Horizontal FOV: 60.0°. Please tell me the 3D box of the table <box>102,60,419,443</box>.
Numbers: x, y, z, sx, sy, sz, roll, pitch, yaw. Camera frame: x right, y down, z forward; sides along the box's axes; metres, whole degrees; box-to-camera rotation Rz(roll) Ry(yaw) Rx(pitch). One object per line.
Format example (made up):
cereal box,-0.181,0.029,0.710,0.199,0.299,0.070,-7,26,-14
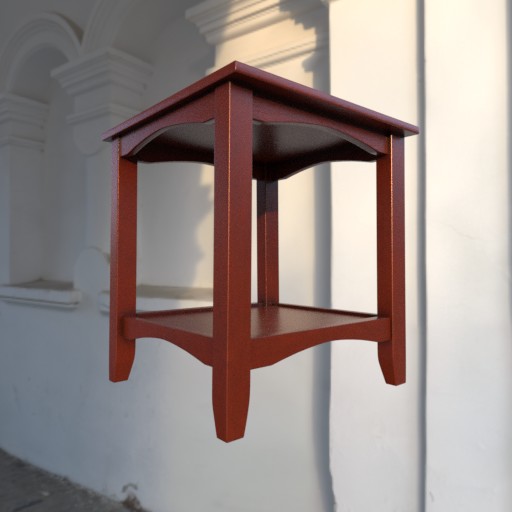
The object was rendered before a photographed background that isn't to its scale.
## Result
table,0.000,0.000,0.984,0.523,0.558,0.522,0,0,-38
